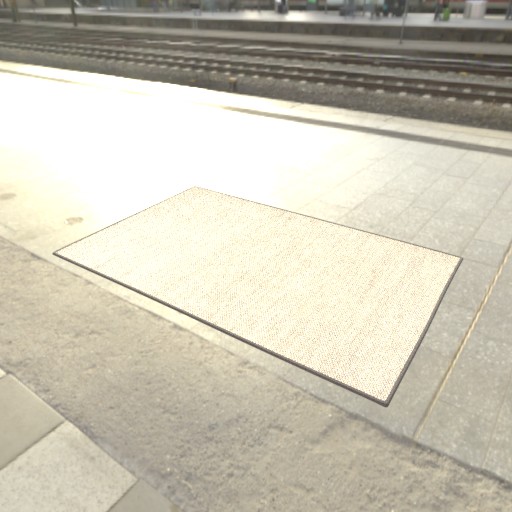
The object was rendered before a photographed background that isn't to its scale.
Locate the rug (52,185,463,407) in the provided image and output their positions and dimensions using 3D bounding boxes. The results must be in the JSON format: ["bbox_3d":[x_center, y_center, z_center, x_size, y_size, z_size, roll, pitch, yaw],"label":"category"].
[{"bbox_3d":[0.000,0.000,2.129,1.676,0.013,1.067,19,35,29],"label":"rug"}]
